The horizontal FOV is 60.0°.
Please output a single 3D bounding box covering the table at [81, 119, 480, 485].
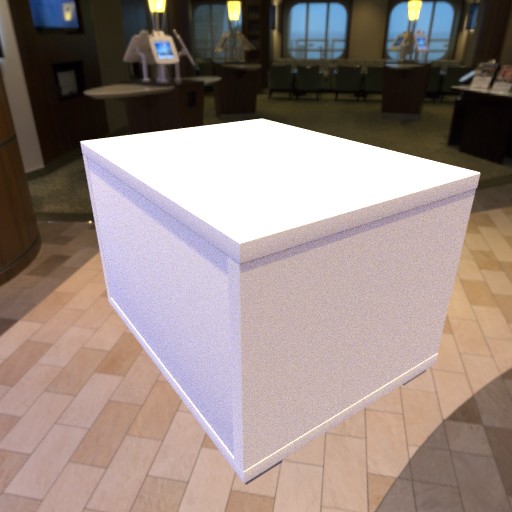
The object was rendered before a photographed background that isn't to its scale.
[{"bbox_3d":[0.000,0.000,0.780,0.399,0.357,0.517,-18,32,-31],"label":"table"}]
